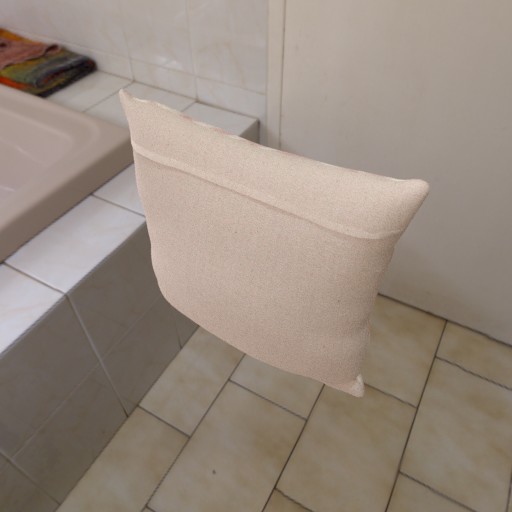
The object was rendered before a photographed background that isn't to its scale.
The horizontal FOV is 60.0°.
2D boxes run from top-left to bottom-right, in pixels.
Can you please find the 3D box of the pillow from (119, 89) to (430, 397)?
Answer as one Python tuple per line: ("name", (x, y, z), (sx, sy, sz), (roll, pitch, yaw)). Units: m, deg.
("pillow", (0.000, 0.000, 0.682), (0.440, 0.441, 0.182), (24, 51, 21))
